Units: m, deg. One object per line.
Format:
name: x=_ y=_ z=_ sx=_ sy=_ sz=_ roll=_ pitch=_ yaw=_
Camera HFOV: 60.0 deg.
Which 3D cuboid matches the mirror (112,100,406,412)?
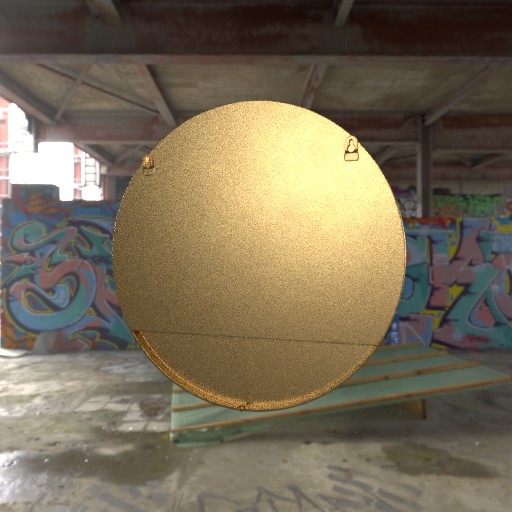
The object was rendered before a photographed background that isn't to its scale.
mirror: x=0.000 y=0.000 z=0.713 sx=0.457 sy=0.457 sz=0.133 roll=0 pitch=0 yaw=19
